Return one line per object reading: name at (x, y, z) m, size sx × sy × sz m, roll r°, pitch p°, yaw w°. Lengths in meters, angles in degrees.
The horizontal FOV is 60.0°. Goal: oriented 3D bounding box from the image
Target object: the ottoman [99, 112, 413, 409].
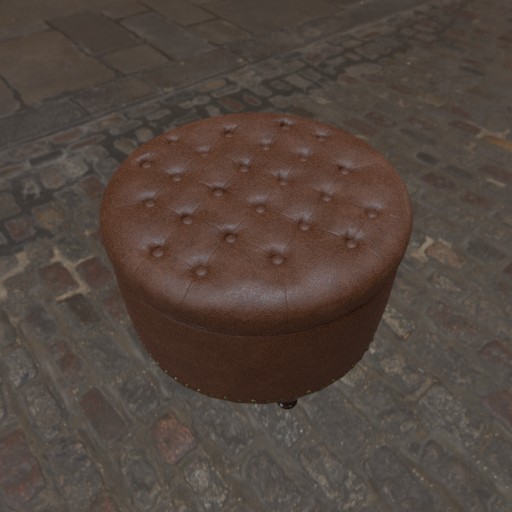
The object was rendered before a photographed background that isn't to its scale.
ottoman at (0.000, 0.000, 1.058) m, size 0.637 × 0.442 × 0.637 m, roll 0°, pitch 47°, yaw 0°
